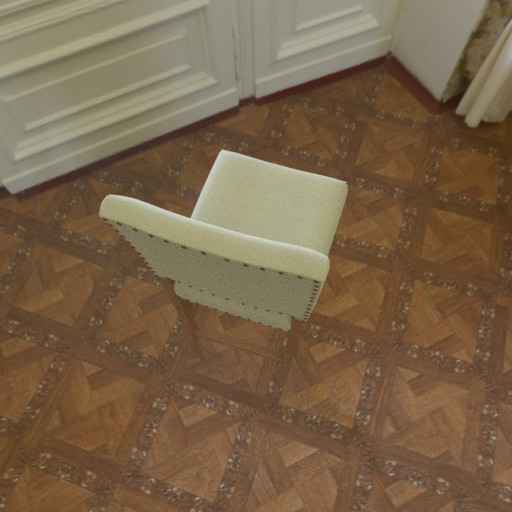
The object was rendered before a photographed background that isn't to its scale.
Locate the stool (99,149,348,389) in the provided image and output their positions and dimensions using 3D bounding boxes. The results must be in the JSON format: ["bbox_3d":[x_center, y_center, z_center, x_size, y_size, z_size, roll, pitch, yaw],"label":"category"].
[{"bbox_3d":[0.000,0.000,1.421,0.445,1.168,0.584,16,65,8],"label":"stool"}]
